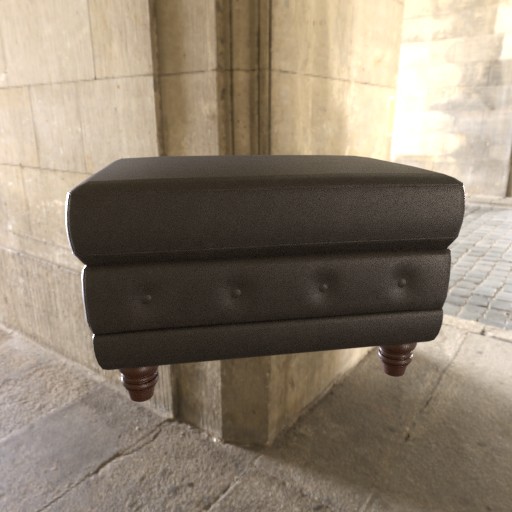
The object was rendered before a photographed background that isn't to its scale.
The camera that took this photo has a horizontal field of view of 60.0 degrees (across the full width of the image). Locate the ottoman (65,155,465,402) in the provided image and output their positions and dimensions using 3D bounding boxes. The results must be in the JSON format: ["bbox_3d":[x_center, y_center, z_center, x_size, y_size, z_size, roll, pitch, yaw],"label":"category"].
[{"bbox_3d":[0.000,0.000,1.171,0.795,0.498,0.590,-3,17,-9],"label":"ottoman"}]
